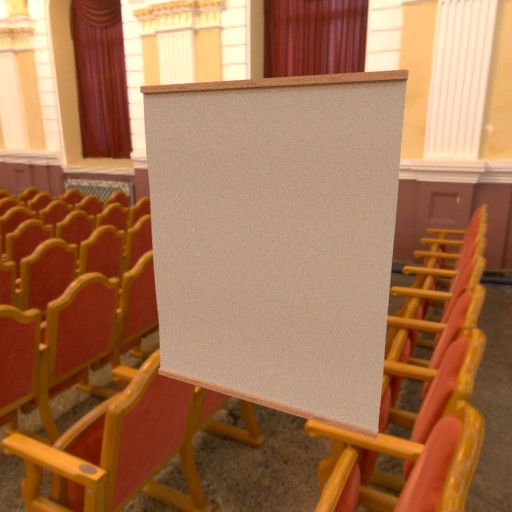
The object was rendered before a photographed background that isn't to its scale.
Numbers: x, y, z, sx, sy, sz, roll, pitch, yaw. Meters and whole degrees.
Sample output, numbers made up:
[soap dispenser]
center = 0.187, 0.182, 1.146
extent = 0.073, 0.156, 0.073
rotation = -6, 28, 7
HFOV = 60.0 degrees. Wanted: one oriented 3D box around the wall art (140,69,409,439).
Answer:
[wall art]
center = 0.000, 0.000, 0.682
extent = 0.406, 0.508, 0.013
rotation = 8, 17, 26
